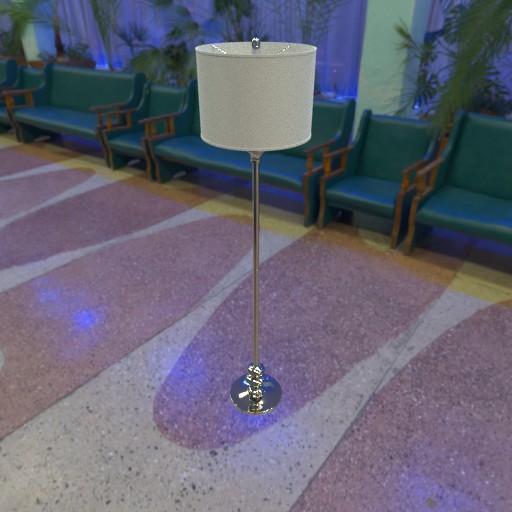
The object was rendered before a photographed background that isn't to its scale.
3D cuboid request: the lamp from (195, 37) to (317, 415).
[{"bbox_3d":[0.000,0.000,1.677,0.356,1.487,0.356,22,37,33],"label":"lamp"}]
